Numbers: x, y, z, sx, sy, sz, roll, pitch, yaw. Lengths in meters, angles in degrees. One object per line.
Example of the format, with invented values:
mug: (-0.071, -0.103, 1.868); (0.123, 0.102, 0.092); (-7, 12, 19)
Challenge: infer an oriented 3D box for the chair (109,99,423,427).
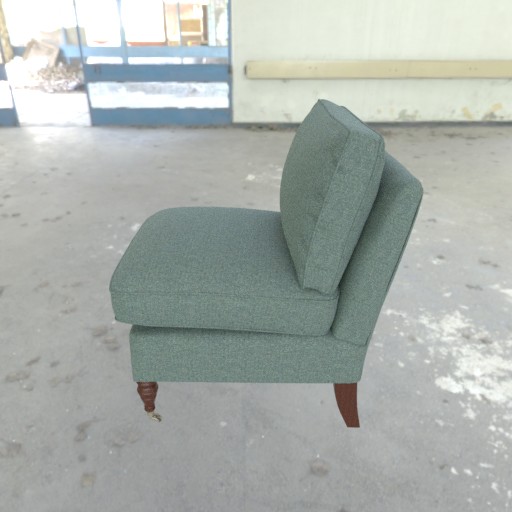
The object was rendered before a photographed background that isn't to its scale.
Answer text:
chair: (0.000, 0.000, 1.430); (0.796, 0.901, 0.624); (0, 26, 0)
